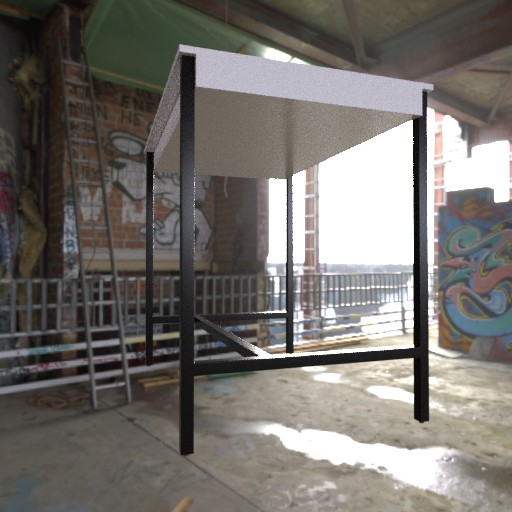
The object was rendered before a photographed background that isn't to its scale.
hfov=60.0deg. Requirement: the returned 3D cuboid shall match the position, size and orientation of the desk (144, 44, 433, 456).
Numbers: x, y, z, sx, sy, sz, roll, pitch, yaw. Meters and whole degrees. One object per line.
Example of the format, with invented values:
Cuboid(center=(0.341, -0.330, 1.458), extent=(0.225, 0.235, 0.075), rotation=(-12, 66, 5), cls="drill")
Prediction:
Cuboid(center=(0.000, 0.000, 1.288), extent=(0.573, 0.766, 0.811), rotation=(0, -1, -19), cls="desk")
